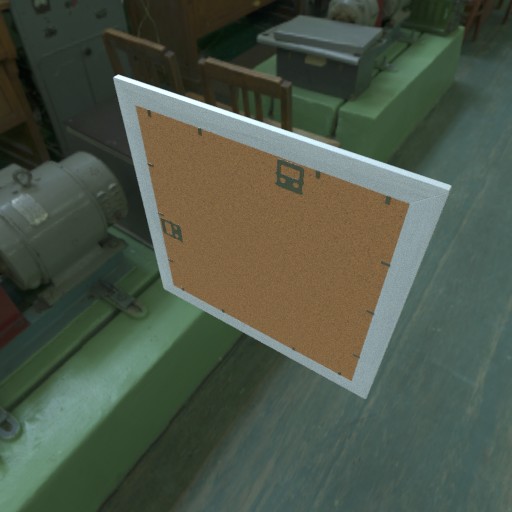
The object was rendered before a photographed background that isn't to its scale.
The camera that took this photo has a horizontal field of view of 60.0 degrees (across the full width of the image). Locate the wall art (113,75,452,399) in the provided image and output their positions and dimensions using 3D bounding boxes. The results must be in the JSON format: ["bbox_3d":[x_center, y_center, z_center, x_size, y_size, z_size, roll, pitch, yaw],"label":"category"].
[{"bbox_3d":[0.000,0.000,0.879,0.584,0.584,0.013,25,52,22],"label":"wall art"}]
